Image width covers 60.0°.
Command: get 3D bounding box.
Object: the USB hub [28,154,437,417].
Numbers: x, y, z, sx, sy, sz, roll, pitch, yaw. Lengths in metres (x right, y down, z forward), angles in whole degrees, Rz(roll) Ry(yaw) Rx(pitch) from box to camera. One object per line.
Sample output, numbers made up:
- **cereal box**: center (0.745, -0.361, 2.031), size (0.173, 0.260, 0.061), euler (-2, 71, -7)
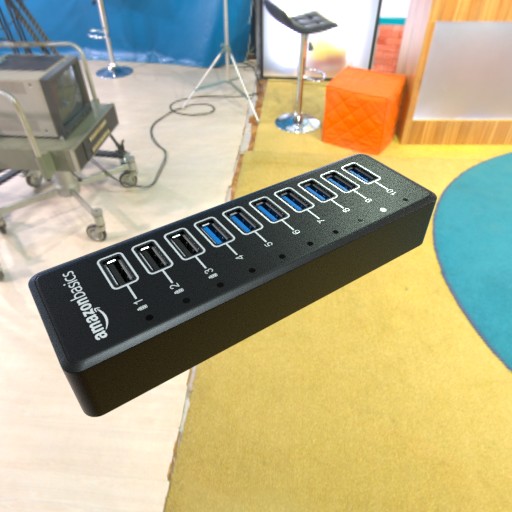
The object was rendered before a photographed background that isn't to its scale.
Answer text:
- **USB hub**: center (0.000, 0.000, 0.162), size (0.145, 0.023, 0.044), euler (-24, 47, -25)
